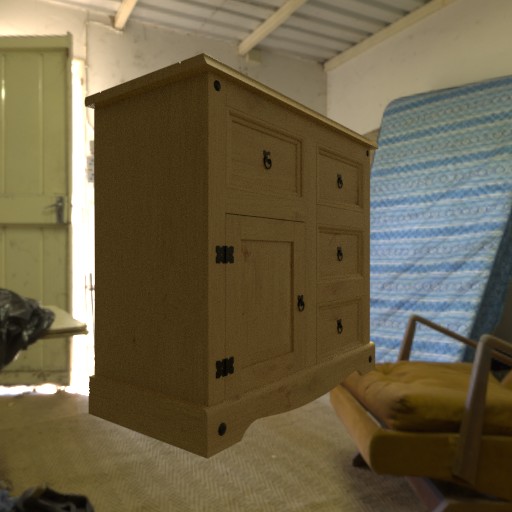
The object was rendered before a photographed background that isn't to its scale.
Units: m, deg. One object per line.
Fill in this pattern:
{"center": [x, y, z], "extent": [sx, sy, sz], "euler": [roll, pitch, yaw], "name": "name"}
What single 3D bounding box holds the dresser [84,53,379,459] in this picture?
{"center": [0.000, 0.000, 1.399], "extent": [0.440, 0.835, 0.915], "euler": [0, 0, 37], "name": "dresser"}
